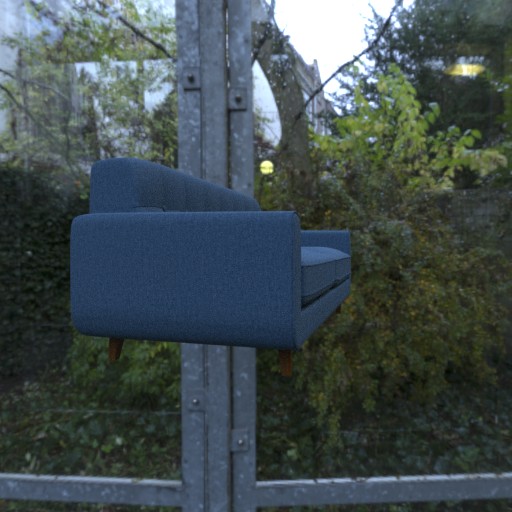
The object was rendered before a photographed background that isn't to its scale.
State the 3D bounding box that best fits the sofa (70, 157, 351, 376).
[{"bbox_3d":[0.000,0.000,2.615,0.942,0.884,2.055,0,1,17],"label":"sofa"}]
